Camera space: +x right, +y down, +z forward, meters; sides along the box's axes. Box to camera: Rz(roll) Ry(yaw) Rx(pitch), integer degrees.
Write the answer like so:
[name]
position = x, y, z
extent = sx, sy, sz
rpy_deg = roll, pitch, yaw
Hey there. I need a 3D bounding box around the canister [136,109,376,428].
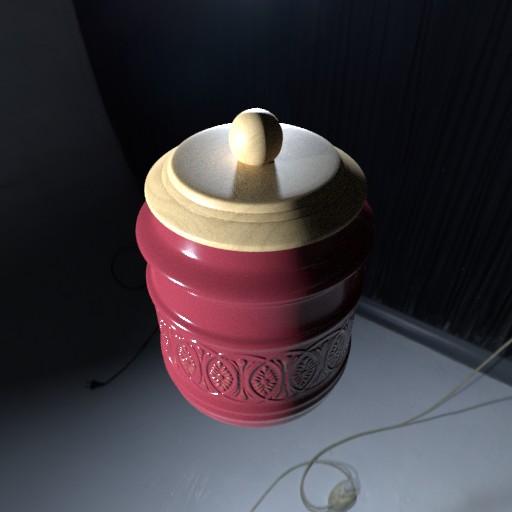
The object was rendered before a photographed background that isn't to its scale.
[canister]
position = 0.000, 0.000, 0.263
extent = 0.130, 0.176, 0.130
rpy_deg = 0, 41, 0
